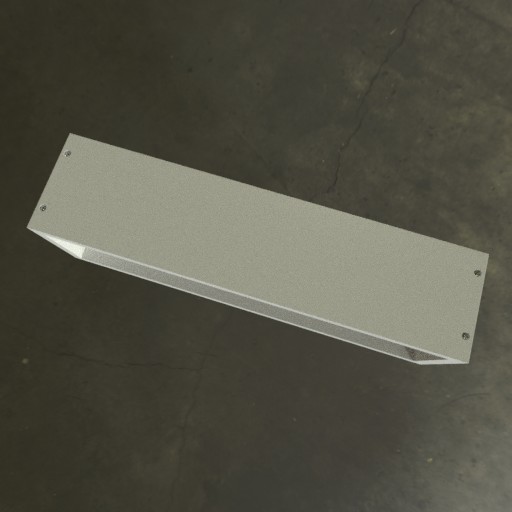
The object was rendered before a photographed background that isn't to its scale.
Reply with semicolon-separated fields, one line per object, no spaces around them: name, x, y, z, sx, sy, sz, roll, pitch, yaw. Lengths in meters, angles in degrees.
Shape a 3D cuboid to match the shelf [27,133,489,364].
shelf;0.000;0.000;0.683;0.610;0.170;0.150;17;76;4
